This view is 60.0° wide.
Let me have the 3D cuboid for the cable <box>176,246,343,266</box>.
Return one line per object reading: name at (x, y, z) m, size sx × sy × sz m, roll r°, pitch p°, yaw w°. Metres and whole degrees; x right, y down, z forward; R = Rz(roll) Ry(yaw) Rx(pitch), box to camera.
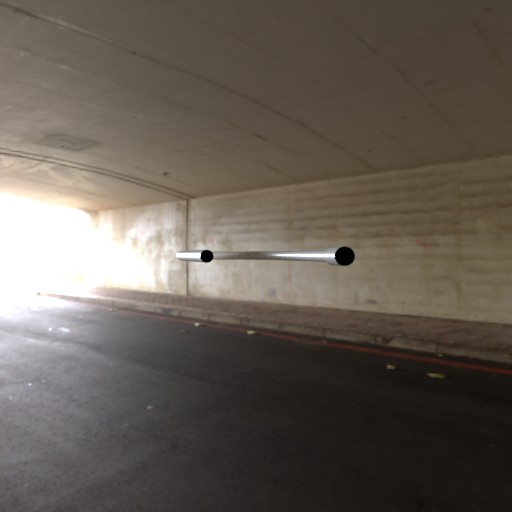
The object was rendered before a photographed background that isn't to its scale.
cable at (0.000, 0.000, 0.114) m, size 0.041 × 0.005 × 0.098 m, roll 0°, pitch 0°, yaw -17°
